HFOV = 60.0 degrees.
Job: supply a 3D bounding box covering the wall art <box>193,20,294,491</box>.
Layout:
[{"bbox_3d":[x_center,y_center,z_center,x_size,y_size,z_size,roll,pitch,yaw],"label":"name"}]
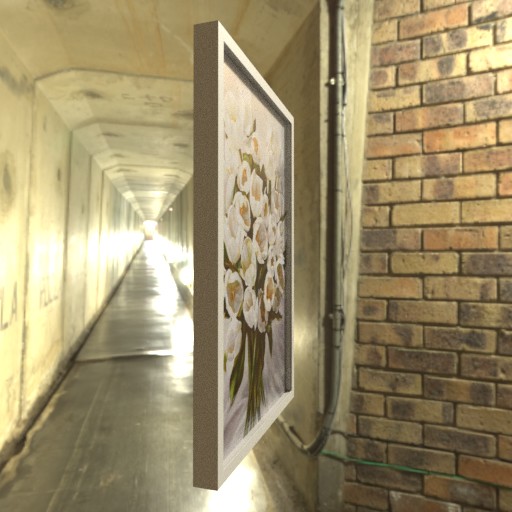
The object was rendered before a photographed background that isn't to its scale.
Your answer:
[{"bbox_3d":[0.000,0.000,0.838,0.038,0.657,0.450,0,-1,18],"label":"wall art"}]
